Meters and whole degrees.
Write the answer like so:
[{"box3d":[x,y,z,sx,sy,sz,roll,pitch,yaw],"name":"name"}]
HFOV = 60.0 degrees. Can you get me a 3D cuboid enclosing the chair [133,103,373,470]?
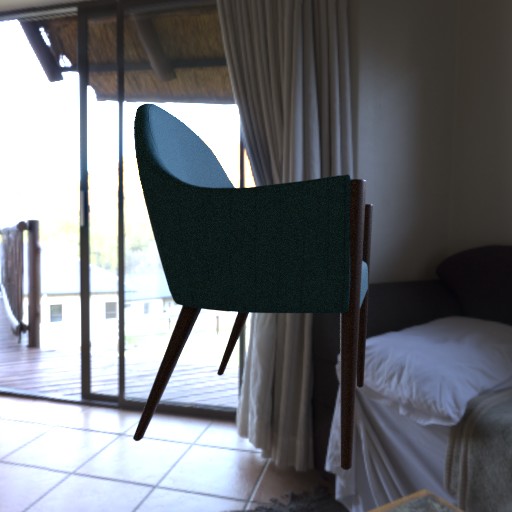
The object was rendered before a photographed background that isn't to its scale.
[{"box3d":[0.000,0.000,1.309,0.652,0.907,0.656,0,1,16],"name":"chair"}]
